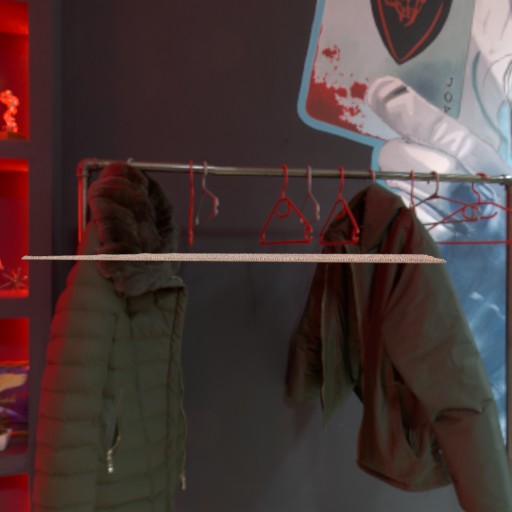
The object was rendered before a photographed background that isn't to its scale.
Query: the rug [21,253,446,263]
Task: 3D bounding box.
[{"bbox_3d":[0.000,0.000,4.122,3.052,0.030,2.429,0,1,18],"label":"rug"}]
